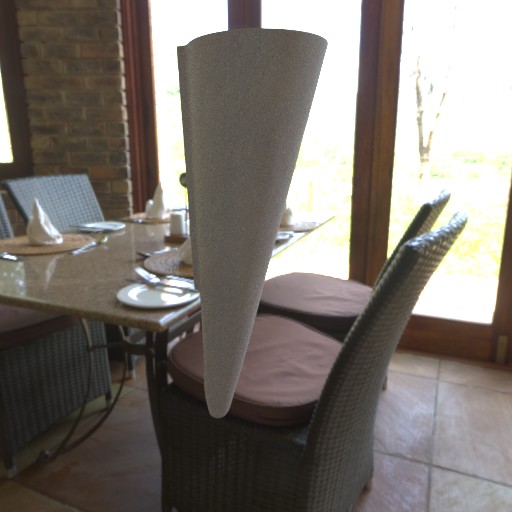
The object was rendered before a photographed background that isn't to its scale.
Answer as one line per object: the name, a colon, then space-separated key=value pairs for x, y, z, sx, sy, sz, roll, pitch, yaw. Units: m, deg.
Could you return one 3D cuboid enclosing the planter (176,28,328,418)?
planter: x=0.000 y=0.000 z=0.295 sx=0.087 sy=0.259 sz=0.078 roll=7 pitch=15 yaw=26
